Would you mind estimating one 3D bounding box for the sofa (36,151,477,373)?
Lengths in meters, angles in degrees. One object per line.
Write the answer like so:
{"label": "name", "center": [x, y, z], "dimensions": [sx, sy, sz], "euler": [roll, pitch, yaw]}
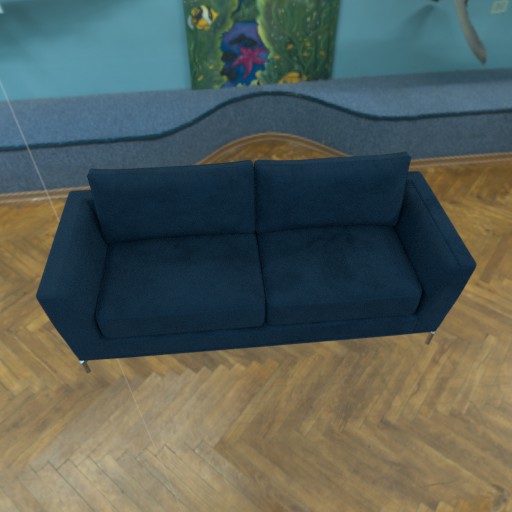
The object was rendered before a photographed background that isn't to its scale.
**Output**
{"label": "sofa", "center": [0.000, 0.000, 2.654], "dimensions": [2.212, 0.998, 0.853], "euler": [-4, 46, -4]}
